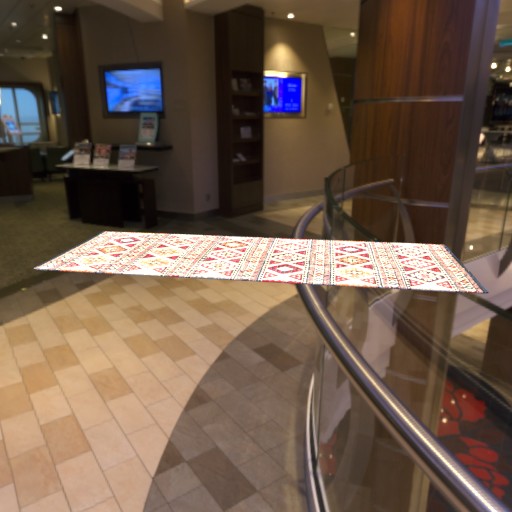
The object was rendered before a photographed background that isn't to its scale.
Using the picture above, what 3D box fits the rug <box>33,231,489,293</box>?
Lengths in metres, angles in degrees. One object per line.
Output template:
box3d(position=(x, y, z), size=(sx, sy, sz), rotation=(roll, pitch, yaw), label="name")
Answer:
box3d(position=(0.000, 0.000, 2.652), size=(2.362, 0.008, 0.832), rotation=(3, 18, 8), label="rug")
